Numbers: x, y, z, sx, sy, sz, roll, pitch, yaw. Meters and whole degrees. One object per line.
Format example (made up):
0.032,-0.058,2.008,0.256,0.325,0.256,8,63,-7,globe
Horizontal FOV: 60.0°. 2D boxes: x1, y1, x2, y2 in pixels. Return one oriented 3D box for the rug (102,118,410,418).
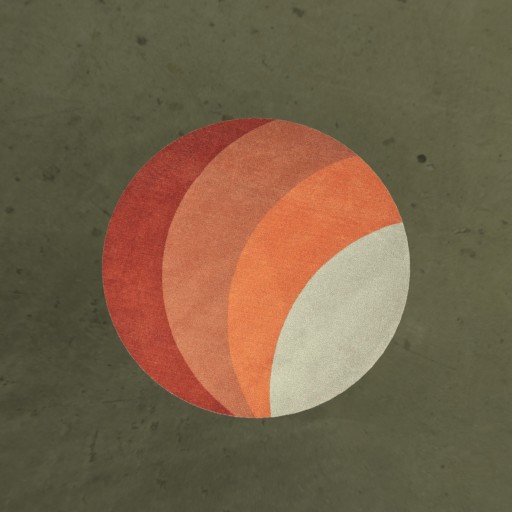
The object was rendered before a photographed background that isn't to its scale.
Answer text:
0.000,0.000,2.189,1.514,0.015,1.514,0,76,0,rug
